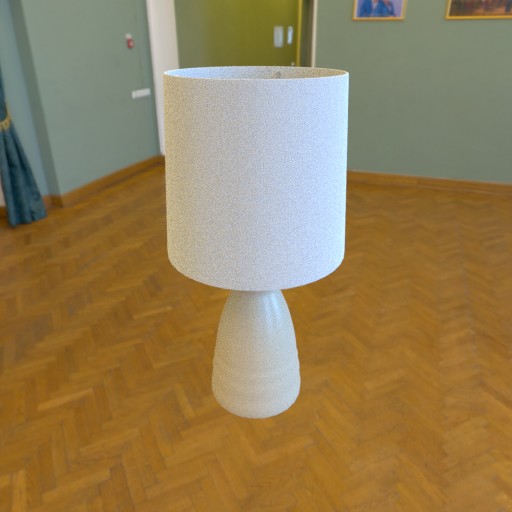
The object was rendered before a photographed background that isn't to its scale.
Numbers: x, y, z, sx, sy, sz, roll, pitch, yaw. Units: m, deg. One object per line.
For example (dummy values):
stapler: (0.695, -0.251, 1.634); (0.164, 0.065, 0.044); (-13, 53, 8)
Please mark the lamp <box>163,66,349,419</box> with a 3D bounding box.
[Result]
lamp: (0.000, 0.000, 0.480); (0.186, 0.369, 0.186); (0, 26, 0)
